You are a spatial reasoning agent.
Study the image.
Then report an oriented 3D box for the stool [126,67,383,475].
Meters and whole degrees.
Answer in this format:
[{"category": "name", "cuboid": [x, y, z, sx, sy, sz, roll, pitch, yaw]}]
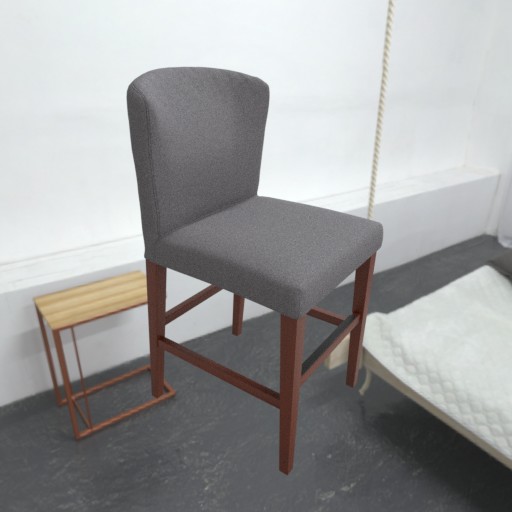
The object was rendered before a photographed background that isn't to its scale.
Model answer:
[{"category": "stool", "cuboid": [0.000, 0.000, 1.248, 0.568, 0.968, 0.481, 17, 30, 32]}]
